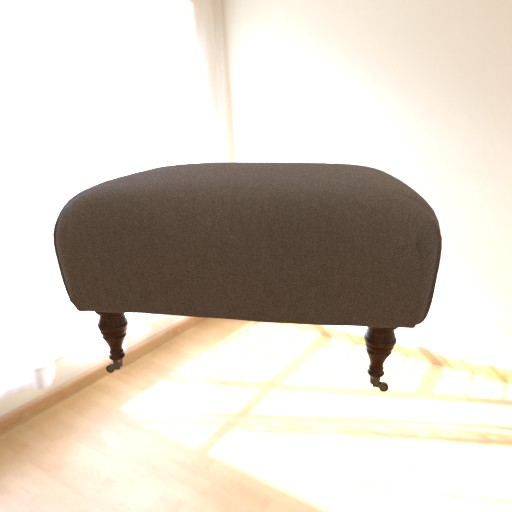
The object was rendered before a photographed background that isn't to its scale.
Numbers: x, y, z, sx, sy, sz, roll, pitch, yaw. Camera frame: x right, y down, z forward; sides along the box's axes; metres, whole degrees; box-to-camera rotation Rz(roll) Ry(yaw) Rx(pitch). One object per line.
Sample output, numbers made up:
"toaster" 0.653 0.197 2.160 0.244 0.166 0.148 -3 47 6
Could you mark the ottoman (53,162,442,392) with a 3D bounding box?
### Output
"ottoman" 0.000 0.000 1.105 0.747 0.450 0.622 2 17 7
